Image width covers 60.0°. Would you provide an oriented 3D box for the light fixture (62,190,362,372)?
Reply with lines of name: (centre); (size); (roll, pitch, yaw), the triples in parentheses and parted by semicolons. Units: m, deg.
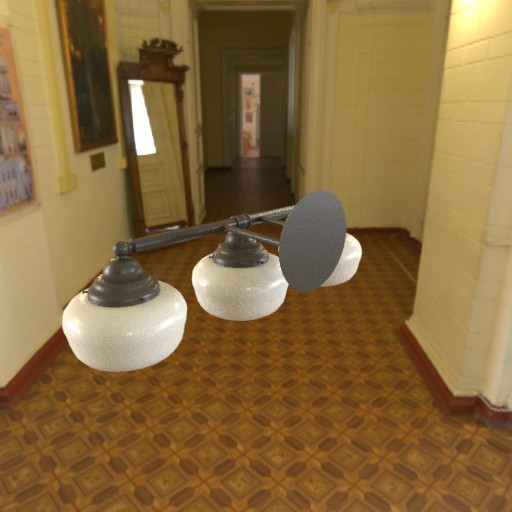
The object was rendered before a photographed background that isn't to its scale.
light fixture: (0.000, 0.000, 0.710); (0.587, 0.242, 0.239); (-17, 25, -41)
